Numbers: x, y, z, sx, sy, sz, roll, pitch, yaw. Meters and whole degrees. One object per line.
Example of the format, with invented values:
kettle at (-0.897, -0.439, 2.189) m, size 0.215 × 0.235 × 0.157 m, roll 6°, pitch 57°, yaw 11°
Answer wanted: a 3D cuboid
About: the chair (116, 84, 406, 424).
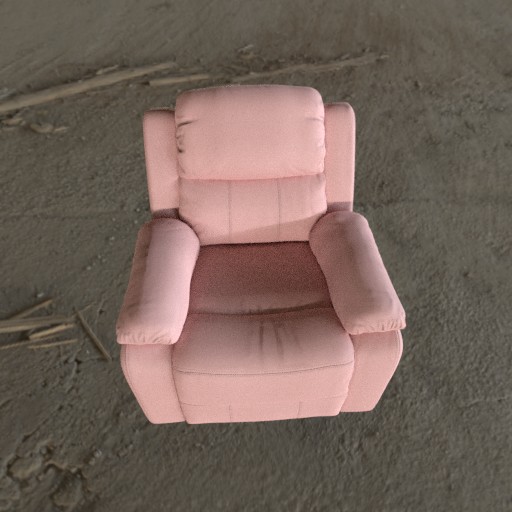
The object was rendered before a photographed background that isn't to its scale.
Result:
chair at (0.000, 0.000, 1.231) m, size 0.680 × 0.702 × 0.709 m, roll -3°, pitch 46°, yaw -2°
